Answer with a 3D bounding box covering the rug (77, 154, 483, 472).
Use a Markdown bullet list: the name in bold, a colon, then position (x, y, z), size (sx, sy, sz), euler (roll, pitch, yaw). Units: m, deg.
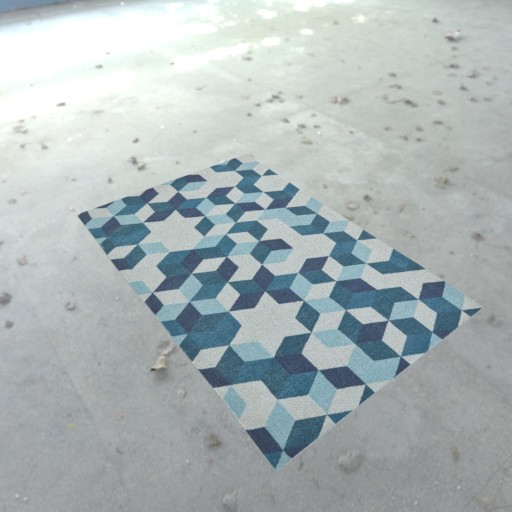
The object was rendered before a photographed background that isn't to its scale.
- **rug**: position (0.000, 0.000, 2.300), size (1.235, 0.014, 1.829), euler (-26, 47, -27)
